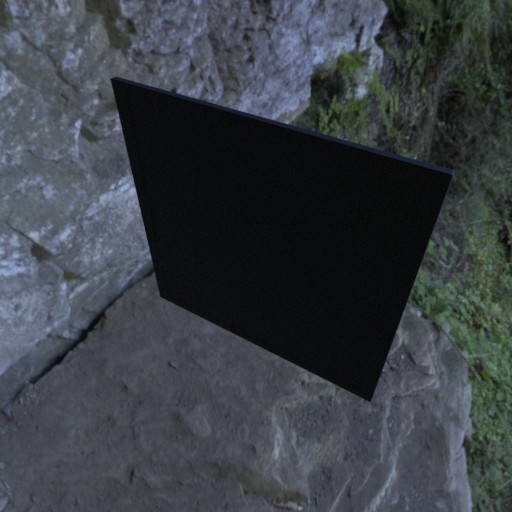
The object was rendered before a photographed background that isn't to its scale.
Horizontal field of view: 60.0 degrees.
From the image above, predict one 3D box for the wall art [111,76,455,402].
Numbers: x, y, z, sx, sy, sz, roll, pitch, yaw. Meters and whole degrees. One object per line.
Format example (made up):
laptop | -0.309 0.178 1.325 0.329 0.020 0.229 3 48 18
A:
wall art | 0.000 0.000 0.836 0.562 0.558 0.012 23 48 22
